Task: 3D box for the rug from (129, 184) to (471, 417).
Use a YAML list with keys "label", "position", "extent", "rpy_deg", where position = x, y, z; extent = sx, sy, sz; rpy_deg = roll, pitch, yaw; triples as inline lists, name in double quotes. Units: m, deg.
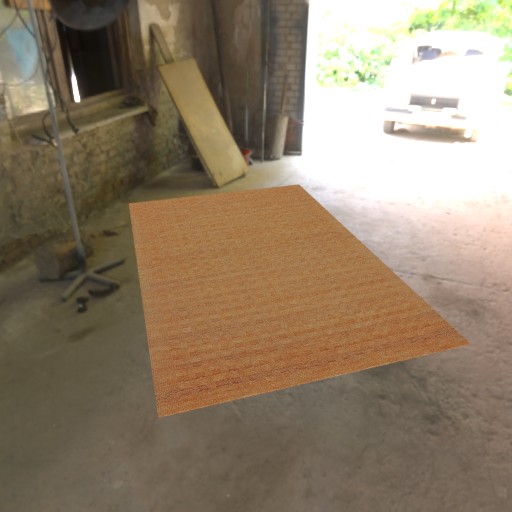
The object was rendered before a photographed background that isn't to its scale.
- label: "rug"
  position: [0.000, 0.000, 2.946]
  extent: [1.524, 0.006, 2.285]
  rpy_deg: [-9, 31, -15]
